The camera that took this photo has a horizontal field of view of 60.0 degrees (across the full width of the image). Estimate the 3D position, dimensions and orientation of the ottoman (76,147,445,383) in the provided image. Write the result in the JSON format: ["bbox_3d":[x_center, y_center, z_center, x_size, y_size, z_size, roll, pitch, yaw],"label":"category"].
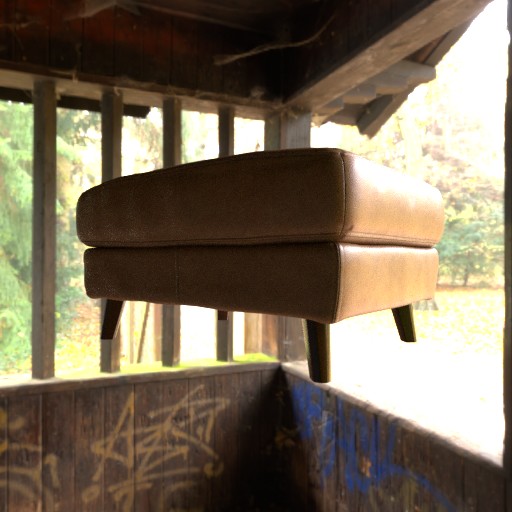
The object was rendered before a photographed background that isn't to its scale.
[{"bbox_3d":[0.000,0.000,1.220,0.869,0.461,0.630,0,0,38],"label":"ottoman"}]
